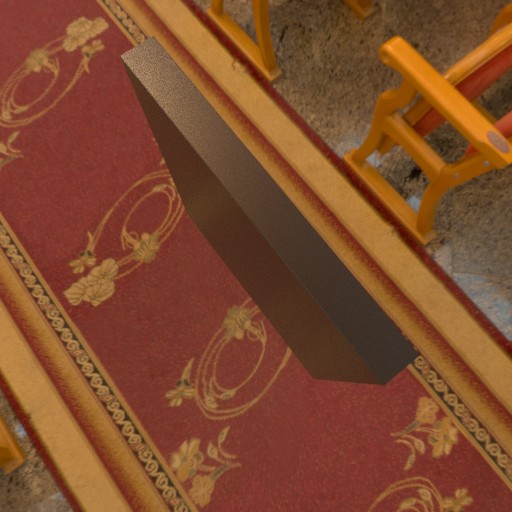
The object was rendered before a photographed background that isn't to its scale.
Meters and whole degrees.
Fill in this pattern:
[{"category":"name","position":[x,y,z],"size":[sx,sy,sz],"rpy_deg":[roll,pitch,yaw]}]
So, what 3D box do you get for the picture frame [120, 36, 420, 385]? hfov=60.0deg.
[{"category":"picture frame","position":[0.000,0.000,0.518],"size":[0.034,0.378,0.328],"rpy_deg":[-36,78,-9]}]
